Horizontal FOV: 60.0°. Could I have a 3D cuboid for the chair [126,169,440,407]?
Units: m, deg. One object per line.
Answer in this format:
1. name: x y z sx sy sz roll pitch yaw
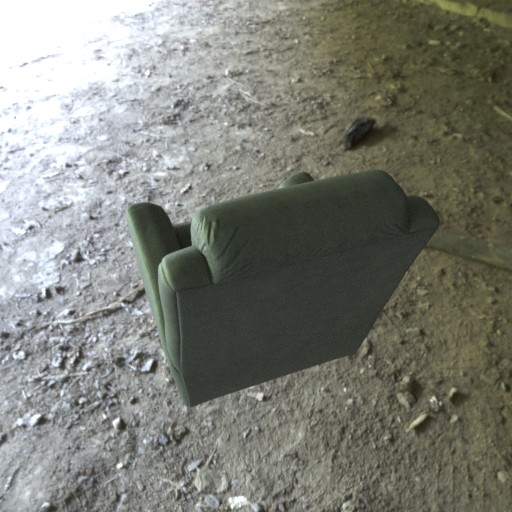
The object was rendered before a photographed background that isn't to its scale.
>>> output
1. chair: 0.000 0.000 1.902 0.967 1.116 1.068 -14 42 -15
